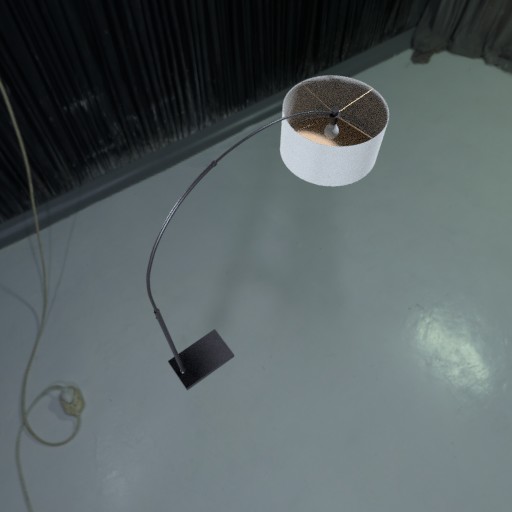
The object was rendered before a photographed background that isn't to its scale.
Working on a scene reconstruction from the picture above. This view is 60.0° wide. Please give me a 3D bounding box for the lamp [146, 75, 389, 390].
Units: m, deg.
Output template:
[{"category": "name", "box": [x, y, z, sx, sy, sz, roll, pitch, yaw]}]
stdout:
[{"category": "lamp", "box": [0.000, 0.000, 2.628, 1.424, 1.927, 0.493, -33, 64, -19]}]
